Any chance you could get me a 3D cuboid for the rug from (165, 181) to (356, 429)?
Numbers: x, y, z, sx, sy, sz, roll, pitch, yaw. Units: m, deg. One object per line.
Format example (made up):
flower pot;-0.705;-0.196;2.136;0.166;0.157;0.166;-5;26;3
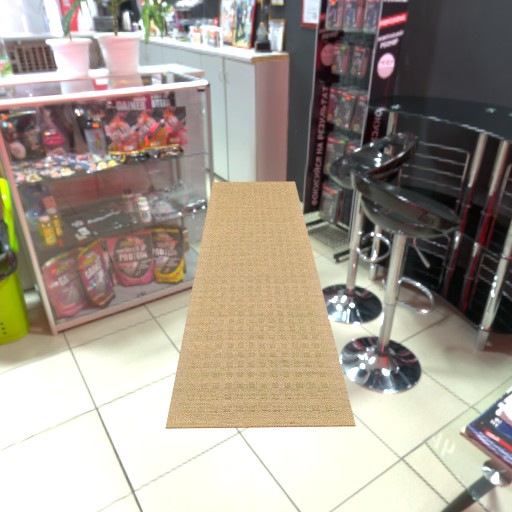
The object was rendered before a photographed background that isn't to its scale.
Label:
rug;0.000;0.000;2.648;0.686;0.006;2.437;0;30;-1
